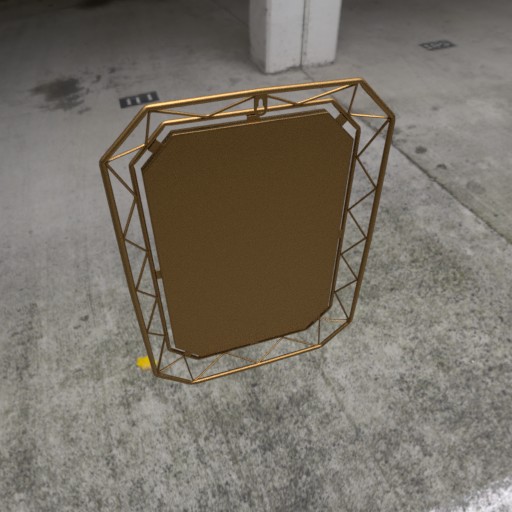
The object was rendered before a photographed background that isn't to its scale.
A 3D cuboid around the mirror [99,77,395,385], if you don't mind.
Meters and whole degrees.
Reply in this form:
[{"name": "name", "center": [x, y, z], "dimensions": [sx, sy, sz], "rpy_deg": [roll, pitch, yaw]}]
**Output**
[{"name": "mirror", "center": [0.000, 0.000, 0.734], "dimensions": [0.417, 0.566, 0.042], "rpy_deg": [-13, 42, -14]}]
